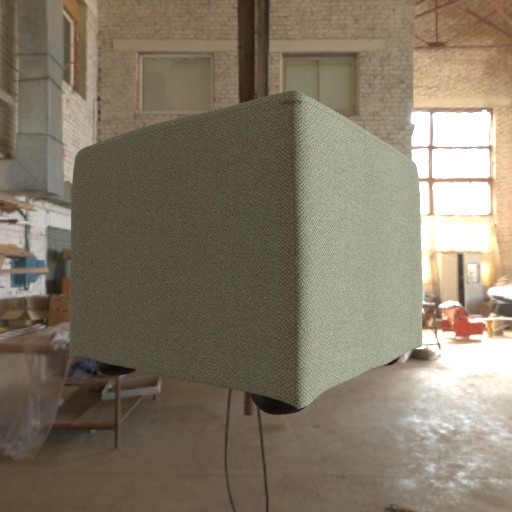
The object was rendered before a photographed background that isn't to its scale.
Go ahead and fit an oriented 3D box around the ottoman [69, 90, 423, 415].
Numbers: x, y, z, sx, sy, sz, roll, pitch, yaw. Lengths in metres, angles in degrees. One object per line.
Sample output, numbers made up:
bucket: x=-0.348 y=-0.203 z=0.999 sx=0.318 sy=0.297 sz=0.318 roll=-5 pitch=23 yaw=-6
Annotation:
ottoman: x=0.000 y=0.000 z=0.886 sx=0.512 sy=0.453 sz=0.521 roll=-1 pitch=-2 yaw=37
